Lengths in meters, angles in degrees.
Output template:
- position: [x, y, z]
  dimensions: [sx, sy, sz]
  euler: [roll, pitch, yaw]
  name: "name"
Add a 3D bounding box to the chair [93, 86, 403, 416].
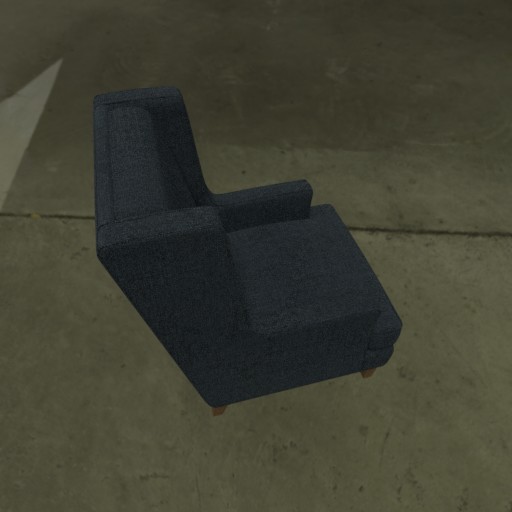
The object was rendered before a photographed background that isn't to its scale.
- position: [0.000, 0.000, 1.702]
  dimensions: [0.947, 1.072, 0.764]
  euler: [-11, 47, -10]
  name: "chair"
